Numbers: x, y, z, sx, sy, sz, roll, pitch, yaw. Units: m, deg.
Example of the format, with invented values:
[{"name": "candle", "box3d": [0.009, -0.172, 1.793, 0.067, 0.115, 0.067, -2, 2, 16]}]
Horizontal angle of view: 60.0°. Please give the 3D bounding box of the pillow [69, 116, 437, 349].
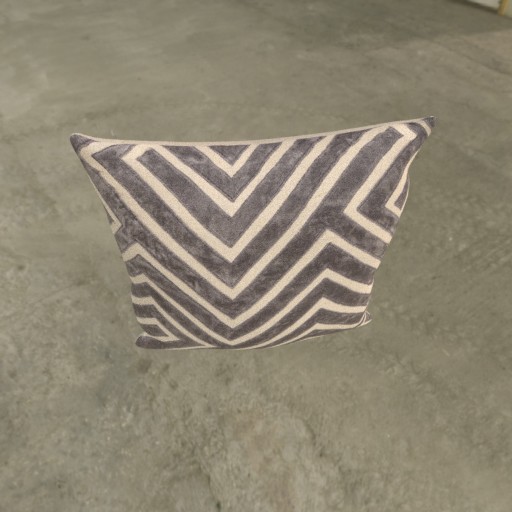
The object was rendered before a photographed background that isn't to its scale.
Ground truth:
[{"name": "pillow", "box3d": [0.000, 0.000, 0.665, 0.440, 0.441, 0.182, -5, 47, -5]}]
